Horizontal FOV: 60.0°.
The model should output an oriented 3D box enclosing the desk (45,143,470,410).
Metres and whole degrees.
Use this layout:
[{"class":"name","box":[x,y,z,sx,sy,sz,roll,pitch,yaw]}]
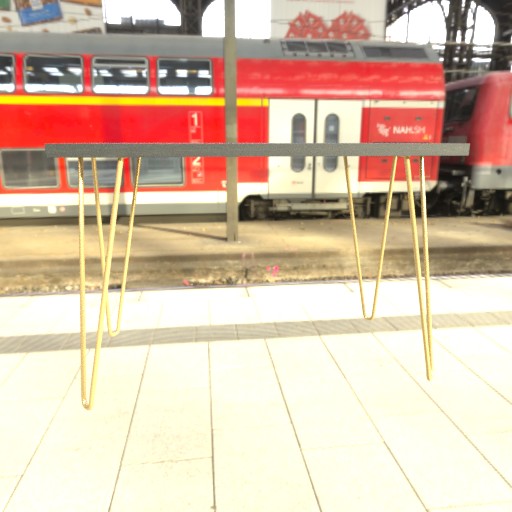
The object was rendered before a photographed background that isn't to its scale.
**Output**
[{"class":"desk","box":[0.000,0.000,1.339,0.991,0.660,0.499,-2,15,-9]}]
